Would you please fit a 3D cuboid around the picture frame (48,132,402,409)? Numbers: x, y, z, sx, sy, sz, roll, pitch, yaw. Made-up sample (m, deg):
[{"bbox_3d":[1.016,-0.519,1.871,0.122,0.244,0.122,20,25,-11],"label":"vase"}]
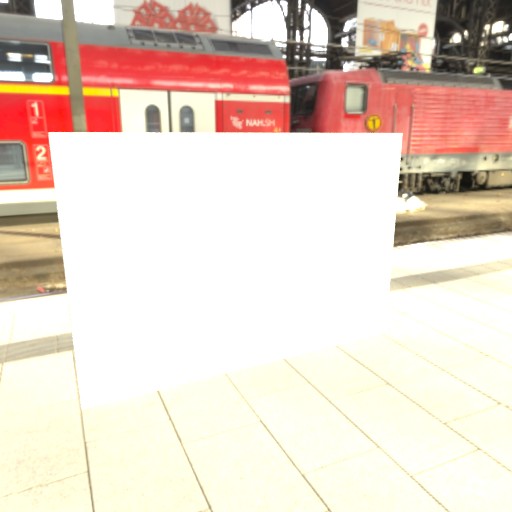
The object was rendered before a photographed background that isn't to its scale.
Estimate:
[{"bbox_3d":[0.000,0.000,1.197,0.950,0.640,0.029,-8,17,-26],"label":"picture frame"}]
